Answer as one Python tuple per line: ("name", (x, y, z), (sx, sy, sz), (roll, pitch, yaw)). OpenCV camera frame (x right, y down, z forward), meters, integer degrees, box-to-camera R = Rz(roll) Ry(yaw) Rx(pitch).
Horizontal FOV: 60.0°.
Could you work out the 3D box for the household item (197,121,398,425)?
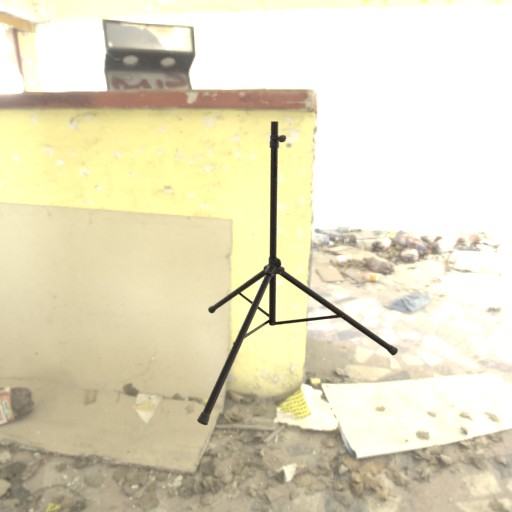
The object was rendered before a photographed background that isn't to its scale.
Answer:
("household item", (0.000, 0.000, 2.750), (1.596, 1.595, 1.339), (9, 20, 27))
